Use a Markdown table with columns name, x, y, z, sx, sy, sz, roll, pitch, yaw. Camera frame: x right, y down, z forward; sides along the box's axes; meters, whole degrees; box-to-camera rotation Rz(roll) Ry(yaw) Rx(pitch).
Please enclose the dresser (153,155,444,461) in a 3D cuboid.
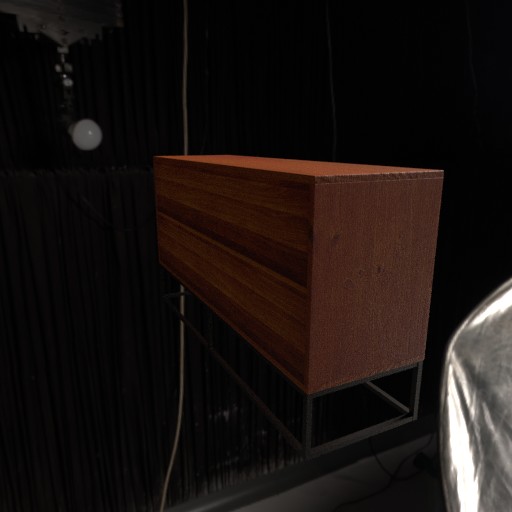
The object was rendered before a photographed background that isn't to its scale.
| name | x | y | z | sx | sy | sz | roll | pitch | yaw |
| --- | --- | --- | --- | --- | --- | --- | --- | --- | --- |
| dresser | 0.000 | 0.000 | 1.933 | 0.464 | 0.810 | 1.536 | -7 | 16 | -26 |
